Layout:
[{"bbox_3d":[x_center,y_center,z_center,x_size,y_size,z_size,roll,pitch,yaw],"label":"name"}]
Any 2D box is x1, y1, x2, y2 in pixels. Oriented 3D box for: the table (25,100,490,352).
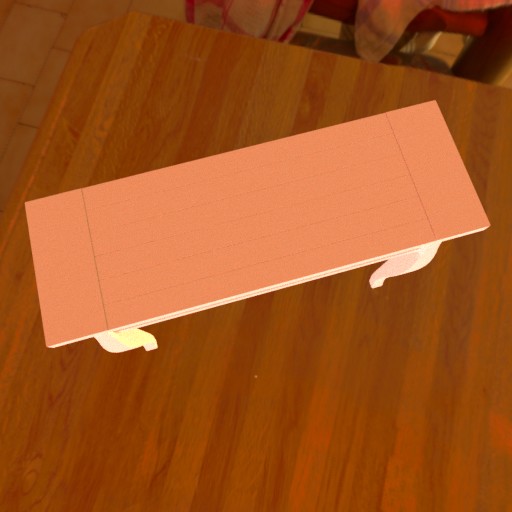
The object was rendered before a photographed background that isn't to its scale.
[{"bbox_3d":[0.000,0.000,1.434,1.062,0.768,0.373,-15,75,-4],"label":"table"}]
